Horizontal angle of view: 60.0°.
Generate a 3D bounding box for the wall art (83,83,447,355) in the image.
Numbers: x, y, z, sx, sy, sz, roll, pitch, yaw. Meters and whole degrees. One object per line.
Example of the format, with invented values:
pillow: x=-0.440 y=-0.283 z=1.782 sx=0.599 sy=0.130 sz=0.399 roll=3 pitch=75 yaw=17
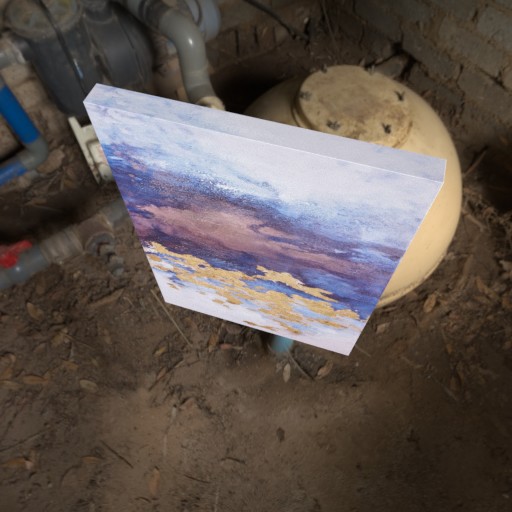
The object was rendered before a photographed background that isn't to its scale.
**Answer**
wall art: x=0.000 y=0.000 z=0.771 sx=0.437 sy=0.581 sz=0.036 roll=15 pitch=60 yaw=9
